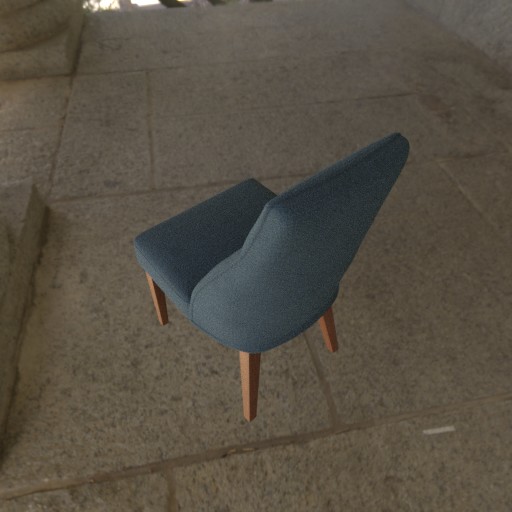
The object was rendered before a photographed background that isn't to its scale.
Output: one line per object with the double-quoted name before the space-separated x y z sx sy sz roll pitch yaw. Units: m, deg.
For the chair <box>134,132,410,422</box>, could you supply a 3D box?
"chair" 0.000 0.000 1.309 0.500 0.930 0.620 -32 54 -26
